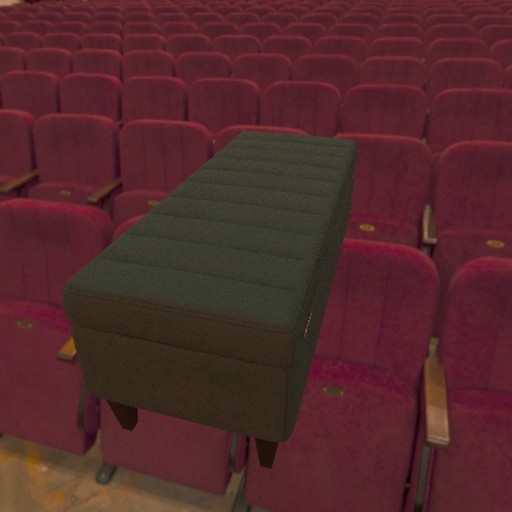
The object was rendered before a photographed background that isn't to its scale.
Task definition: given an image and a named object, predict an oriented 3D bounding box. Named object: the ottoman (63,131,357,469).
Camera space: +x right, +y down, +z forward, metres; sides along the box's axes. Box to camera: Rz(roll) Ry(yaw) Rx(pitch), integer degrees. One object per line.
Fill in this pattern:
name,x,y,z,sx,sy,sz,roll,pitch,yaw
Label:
ottoman,0.000,0.000,1.373,0.482,0.469,1.151,9,32,14
